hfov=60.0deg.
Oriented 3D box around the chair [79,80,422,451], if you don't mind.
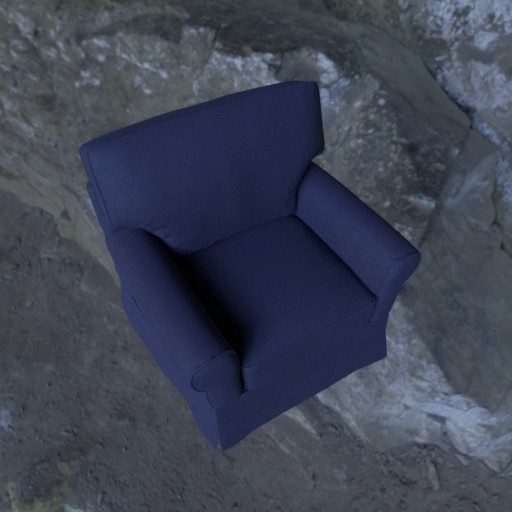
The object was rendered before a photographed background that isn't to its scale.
[{"bbox_3d":[0.000,0.000,1.952,1.119,1.140,1.002,-24,51,-21],"label":"chair"}]
